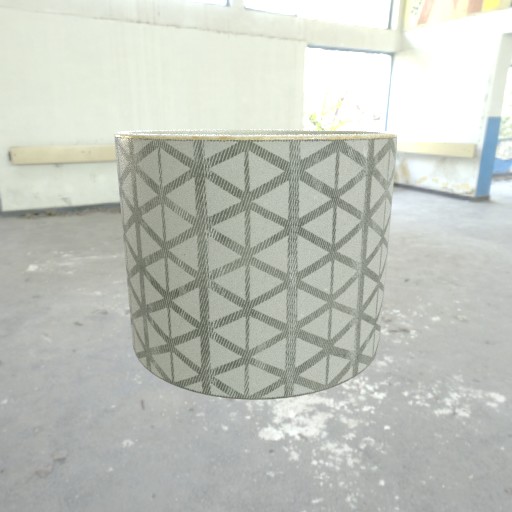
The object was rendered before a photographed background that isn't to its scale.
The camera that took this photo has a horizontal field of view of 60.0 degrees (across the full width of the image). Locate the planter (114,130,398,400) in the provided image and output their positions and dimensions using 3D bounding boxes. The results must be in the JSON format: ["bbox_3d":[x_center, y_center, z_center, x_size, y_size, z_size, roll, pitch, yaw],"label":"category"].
[{"bbox_3d":[0.000,0.000,0.442,0.250,0.239,0.250,0,17,0],"label":"planter"}]
